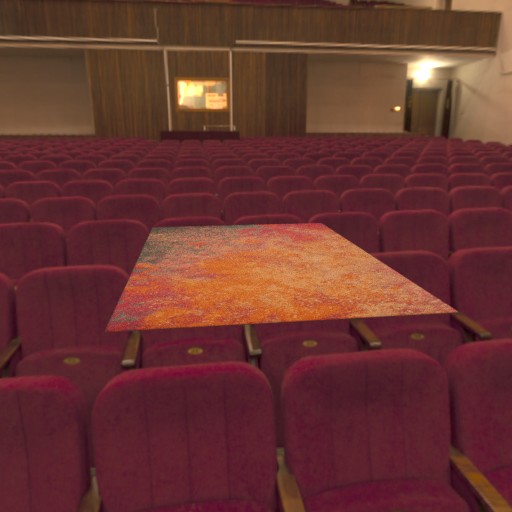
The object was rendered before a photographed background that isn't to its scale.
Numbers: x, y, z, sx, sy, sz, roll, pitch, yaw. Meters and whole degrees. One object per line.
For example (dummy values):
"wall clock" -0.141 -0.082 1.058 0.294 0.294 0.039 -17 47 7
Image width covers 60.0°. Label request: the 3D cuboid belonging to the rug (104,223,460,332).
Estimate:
"rug" 0.000 0.000 3.836 2.007 0.013 2.896 -2 15 -8
